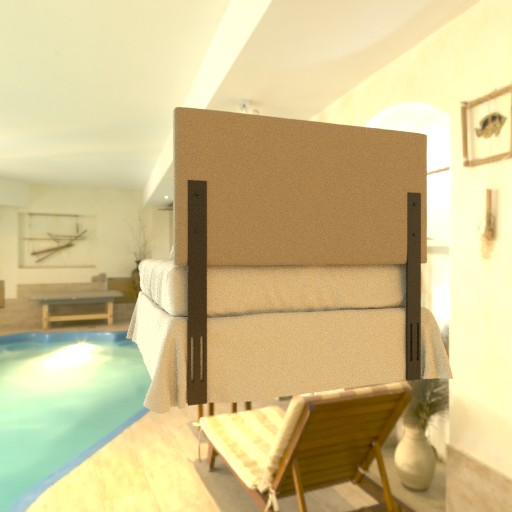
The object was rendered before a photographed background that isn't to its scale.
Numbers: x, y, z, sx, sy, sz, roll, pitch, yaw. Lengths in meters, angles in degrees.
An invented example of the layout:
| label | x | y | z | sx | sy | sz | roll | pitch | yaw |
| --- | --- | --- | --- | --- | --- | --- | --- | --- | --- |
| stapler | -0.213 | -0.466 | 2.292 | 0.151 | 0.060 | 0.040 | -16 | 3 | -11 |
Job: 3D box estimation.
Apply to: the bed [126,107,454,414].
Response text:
| label | x | y | z | sx | sy | sz | roll | pitch | yaw |
| --- | --- | --- | --- | --- | --- | --- | --- | --- | --- |
| bed | 0.000 | 0.000 | 3.539 | 1.936 | 1.577 | 2.222 | 0 | 0 | -19 |
